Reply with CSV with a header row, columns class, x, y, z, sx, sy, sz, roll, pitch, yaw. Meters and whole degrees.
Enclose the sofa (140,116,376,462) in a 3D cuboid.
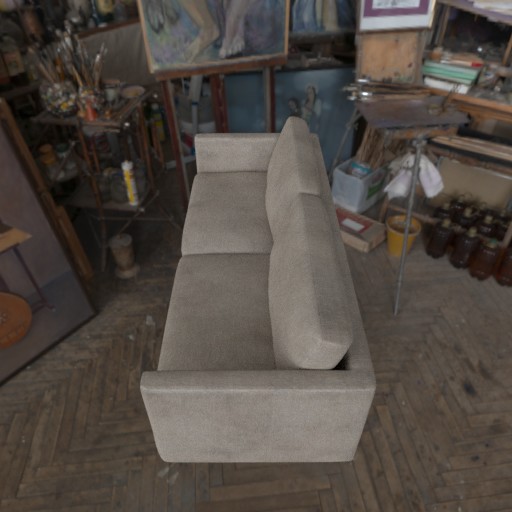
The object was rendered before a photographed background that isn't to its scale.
class,x,y,z,sx,sy,sz,roll,pitch,yaw
sofa,0.000,0.000,2.694,0.951,0.965,2.208,0,41,0
